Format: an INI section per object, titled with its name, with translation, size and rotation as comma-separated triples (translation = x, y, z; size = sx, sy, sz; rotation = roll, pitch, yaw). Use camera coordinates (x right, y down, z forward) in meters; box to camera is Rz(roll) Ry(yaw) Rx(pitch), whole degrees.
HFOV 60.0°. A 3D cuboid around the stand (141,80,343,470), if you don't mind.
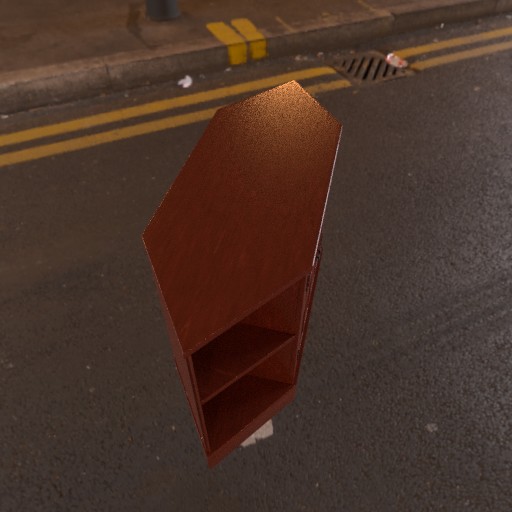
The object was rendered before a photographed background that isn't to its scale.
[stand]
translation = 0.000, 0.000, 1.345
size = 0.381, 0.614, 1.072
rotation = 10, 48, 9
